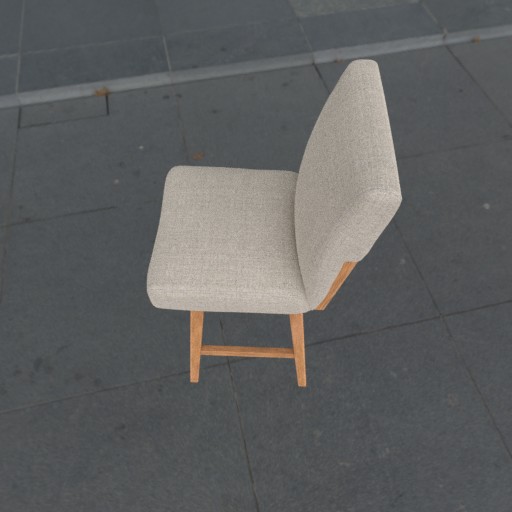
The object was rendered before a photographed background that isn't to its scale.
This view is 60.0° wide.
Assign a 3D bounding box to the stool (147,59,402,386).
[{"bbox_3d":[0.000,0.000,1.382,0.569,1.106,0.483,2,58,1],"label":"stool"}]
